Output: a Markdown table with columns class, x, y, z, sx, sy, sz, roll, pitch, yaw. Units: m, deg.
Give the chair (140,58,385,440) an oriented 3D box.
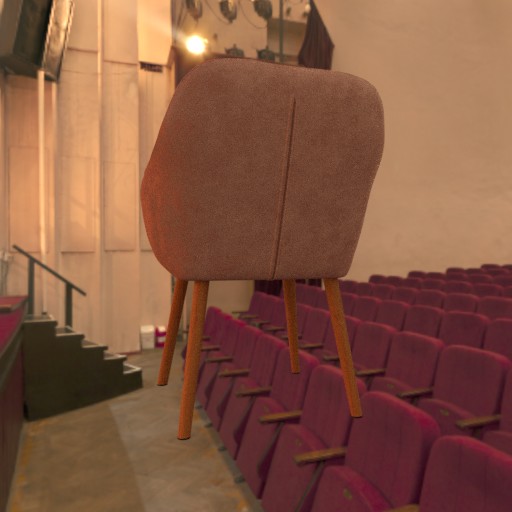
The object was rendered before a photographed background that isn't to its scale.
| class | x | y | z | sx | sy | sz | roll | pitch | yaw |
| --- | --- | --- | --- | --- | --- | --- | --- | --- | --- |
| chair | 0.000 | 0.000 | 1.226 | 0.610 | 0.832 | 0.570 | 0 | 1 | -17 |
